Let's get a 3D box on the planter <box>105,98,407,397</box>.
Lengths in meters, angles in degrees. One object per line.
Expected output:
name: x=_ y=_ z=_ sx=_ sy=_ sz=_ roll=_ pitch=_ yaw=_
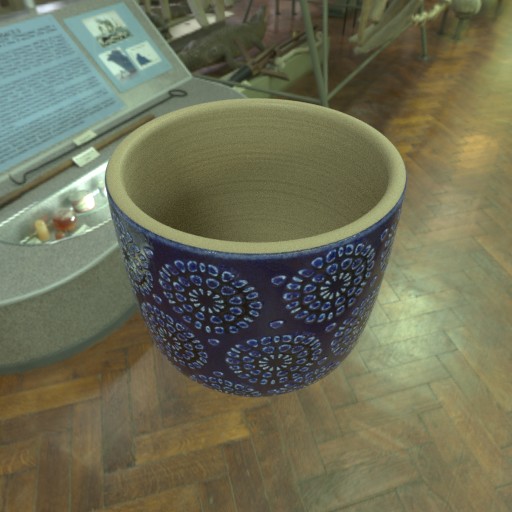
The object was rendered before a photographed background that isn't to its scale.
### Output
planter: x=0.000 y=0.000 z=0.294 sx=0.165 sy=0.149 sz=0.165 roll=0 pitch=42 yaw=0
